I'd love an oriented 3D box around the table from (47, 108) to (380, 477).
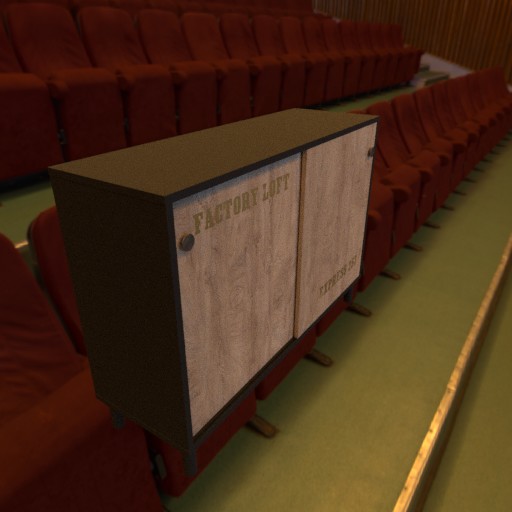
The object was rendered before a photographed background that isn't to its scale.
[{"bbox_3d":[0.000,0.000,1.599,0.400,0.855,1.200,17,31,30],"label":"table"}]
